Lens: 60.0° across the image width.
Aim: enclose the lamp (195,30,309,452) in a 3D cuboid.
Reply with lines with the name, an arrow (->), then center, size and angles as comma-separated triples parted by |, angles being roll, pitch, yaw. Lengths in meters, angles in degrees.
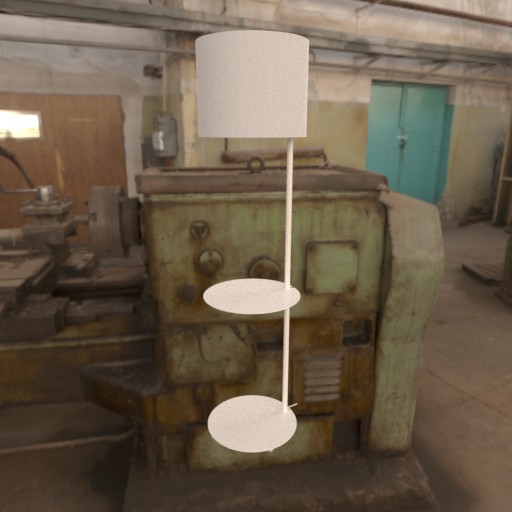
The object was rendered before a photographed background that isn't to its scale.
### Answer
lamp -> 0.000, 0.000, 1.666 | 0.405, 1.465, 0.372 | -8, 18, -25
